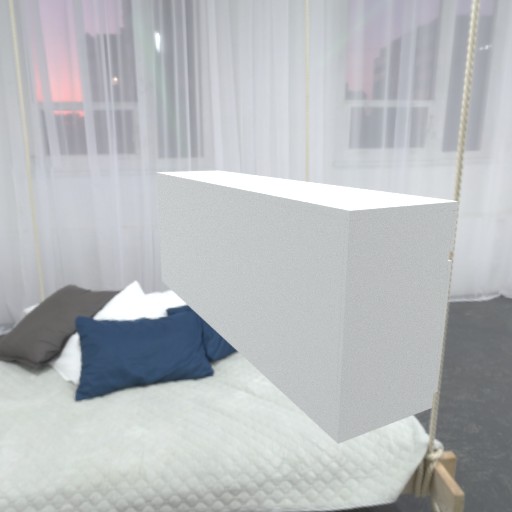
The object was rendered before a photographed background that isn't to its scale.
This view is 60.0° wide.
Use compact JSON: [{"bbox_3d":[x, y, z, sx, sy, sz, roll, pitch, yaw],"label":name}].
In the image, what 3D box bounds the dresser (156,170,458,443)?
[{"bbox_3d":[0.000,0.000,2.541,0.500,0.840,2.200,-7,16,-27],"label":"dresser"}]
